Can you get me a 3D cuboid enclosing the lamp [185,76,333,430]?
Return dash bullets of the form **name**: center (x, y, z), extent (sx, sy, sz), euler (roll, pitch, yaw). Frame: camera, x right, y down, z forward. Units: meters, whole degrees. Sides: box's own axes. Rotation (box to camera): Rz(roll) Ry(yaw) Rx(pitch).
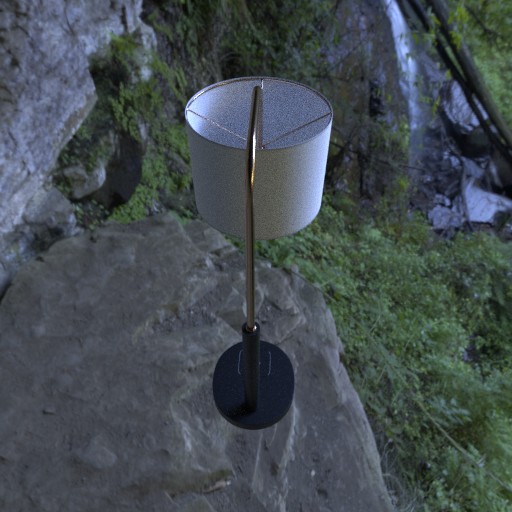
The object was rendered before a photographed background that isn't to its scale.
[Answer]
- **lamp**: center (0.000, 0.000, 0.709), extent (0.199, 0.540, 0.337), euler (2, 46, 2)
